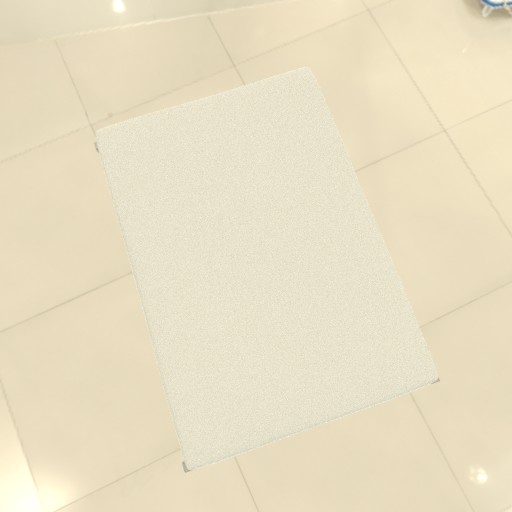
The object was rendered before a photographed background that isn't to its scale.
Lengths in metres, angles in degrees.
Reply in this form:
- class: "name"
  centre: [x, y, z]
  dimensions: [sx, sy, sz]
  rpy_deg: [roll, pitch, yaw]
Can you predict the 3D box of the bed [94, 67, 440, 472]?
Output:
- class: "bed"
  centre: [0.000, 0.000, 2.588]
  dimensions: [1.460, 0.510, 1.985]
  rpy_deg: [-18, 77, -4]
